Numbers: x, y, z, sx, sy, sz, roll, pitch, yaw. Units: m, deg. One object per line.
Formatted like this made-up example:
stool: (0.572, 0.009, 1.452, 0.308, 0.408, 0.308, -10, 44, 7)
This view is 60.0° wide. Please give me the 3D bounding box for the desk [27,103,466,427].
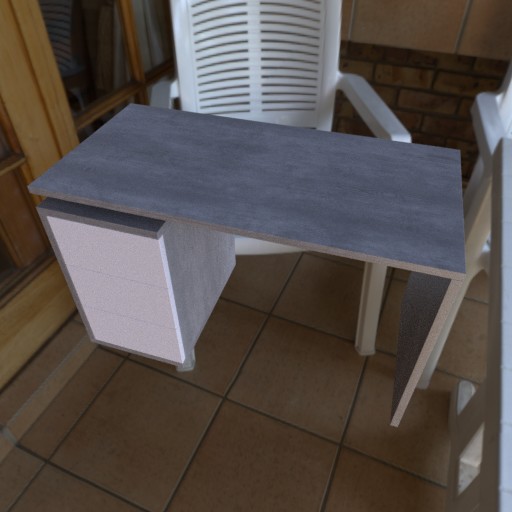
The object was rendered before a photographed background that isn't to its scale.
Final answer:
desk: (0.000, 0.000, 1.610, 1.200, 0.740, 0.600, 12, 44, 13)
